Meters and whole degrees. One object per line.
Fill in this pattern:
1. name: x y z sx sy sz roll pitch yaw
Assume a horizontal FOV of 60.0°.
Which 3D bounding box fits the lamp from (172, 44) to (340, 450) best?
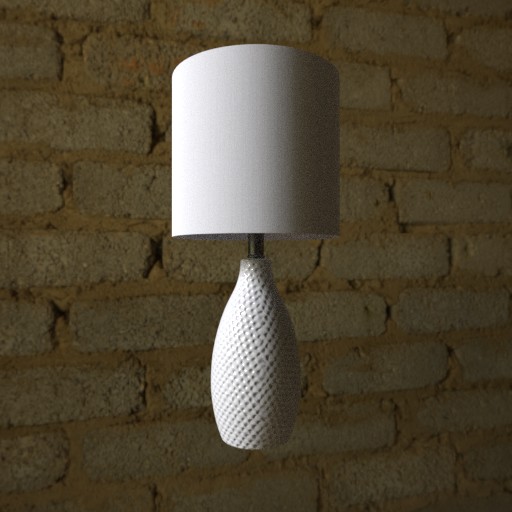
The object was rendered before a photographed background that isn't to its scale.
1. lamp: 0.000 0.000 0.577 0.214 0.466 0.214 0 0 36
